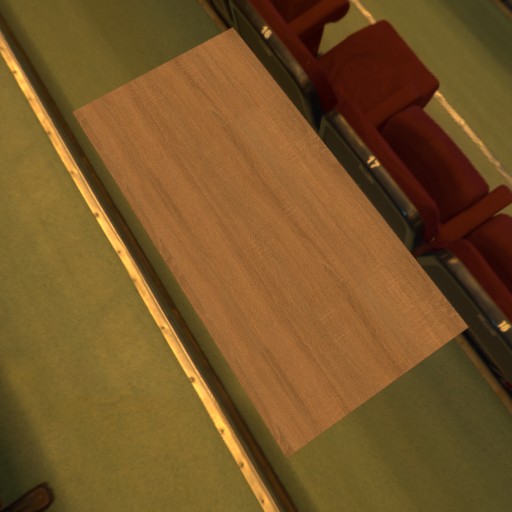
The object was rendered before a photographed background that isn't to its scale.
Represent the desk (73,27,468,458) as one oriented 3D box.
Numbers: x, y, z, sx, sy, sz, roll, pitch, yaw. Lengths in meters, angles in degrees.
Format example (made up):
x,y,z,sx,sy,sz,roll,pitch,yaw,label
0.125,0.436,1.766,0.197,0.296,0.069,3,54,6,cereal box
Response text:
x,y,z,sx,sy,sz,roll,pitch,yaw,label
0.000,0.000,1.441,0.495,0.762,0.991,-32,76,-9,desk
